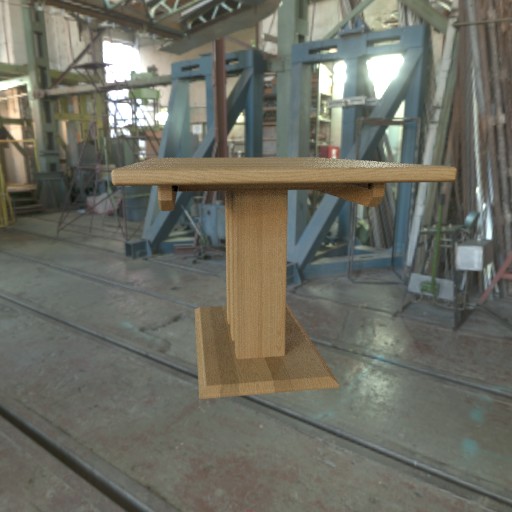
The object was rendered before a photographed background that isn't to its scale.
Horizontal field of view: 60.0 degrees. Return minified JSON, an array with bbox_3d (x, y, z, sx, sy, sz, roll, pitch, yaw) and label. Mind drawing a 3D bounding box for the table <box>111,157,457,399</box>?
[{"bbox_3d":[0.000,0.000,1.836,0.900,0.770,1.300,-2,14,-8],"label":"table"}]
